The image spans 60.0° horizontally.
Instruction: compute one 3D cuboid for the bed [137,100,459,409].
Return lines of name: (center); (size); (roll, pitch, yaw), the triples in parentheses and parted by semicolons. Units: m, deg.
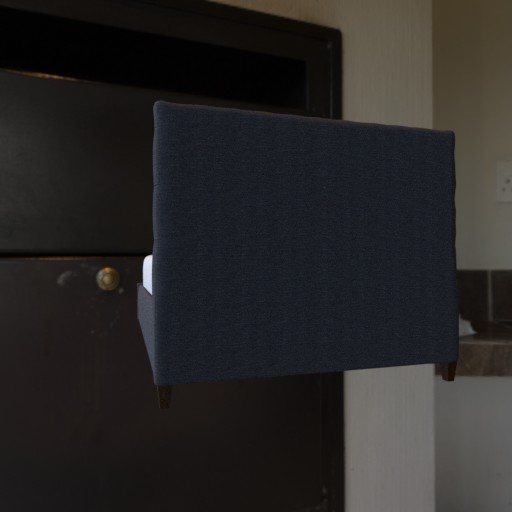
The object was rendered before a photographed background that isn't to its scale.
bed: (0.000, 0.000, 3.387); (1.698, 1.427, 2.387); (0, -1, -17)
